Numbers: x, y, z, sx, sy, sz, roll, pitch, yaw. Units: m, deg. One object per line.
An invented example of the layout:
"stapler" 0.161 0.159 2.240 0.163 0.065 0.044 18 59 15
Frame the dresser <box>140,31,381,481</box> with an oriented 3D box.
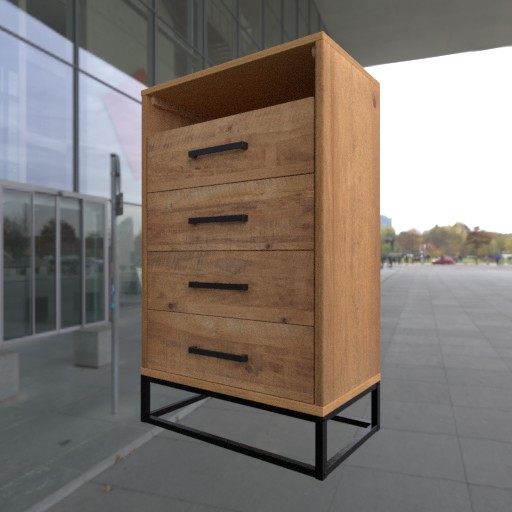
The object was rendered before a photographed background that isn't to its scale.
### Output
"dresser" 0.000 0.000 1.614 0.761 1.240 0.479 0 0 36
